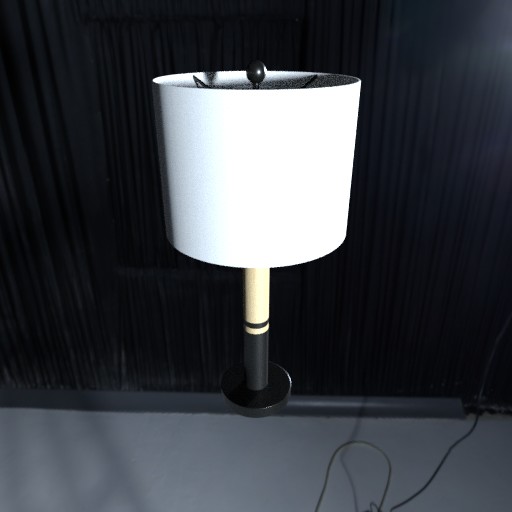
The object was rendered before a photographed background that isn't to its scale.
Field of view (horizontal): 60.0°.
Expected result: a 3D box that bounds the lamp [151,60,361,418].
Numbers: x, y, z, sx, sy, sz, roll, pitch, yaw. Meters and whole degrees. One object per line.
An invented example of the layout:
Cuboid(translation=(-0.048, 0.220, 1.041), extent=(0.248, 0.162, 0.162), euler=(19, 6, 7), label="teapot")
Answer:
Cuboid(translation=(0.000, 0.000, 0.791), extent=(0.305, 0.640, 0.305), euler=(1, 27, 1), label="lamp")
